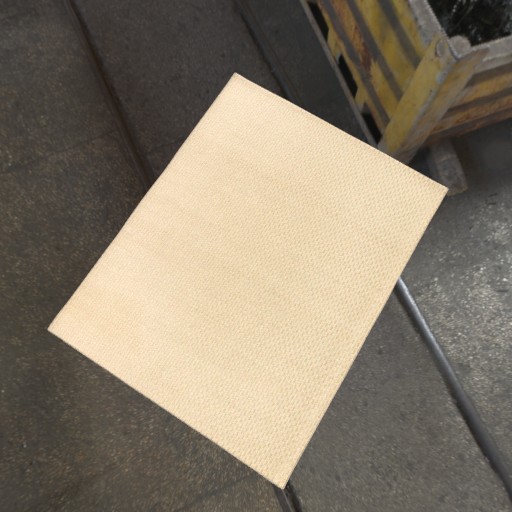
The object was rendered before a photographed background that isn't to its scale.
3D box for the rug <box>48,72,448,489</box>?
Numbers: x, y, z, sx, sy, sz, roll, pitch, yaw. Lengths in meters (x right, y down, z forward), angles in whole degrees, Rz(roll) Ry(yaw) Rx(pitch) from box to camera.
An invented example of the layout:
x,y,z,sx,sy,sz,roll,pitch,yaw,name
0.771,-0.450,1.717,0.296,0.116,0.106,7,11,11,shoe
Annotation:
x,y,z,sx,sy,sz,roll,pitch,yaw,name
0.000,0.000,3.817,2.277,0.035,2.897,31,78,8,rug
